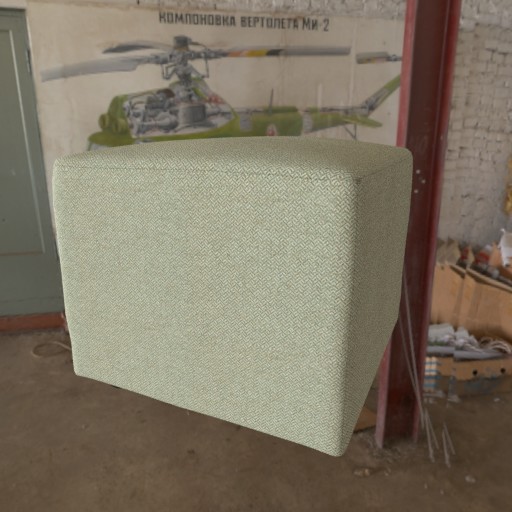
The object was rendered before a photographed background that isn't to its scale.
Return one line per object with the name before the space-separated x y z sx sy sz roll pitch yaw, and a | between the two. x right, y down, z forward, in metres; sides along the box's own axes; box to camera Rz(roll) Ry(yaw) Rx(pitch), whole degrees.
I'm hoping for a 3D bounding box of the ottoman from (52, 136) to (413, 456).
ottoman | 0.000 0.000 0.876 0.512 0.453 0.521 8 18 24
